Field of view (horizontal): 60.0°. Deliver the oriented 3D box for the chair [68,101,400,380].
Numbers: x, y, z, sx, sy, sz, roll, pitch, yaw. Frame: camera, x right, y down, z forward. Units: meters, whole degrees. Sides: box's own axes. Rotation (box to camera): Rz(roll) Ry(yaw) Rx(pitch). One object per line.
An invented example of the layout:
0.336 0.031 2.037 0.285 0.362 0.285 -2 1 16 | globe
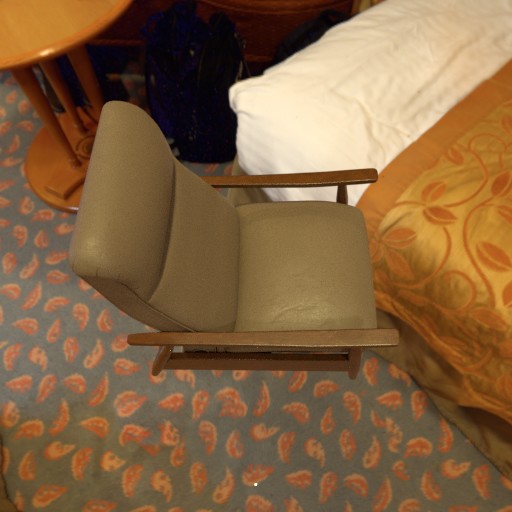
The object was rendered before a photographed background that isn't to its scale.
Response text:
0.000 0.000 1.776 1.014 1.082 0.762 1 63 0 | chair
